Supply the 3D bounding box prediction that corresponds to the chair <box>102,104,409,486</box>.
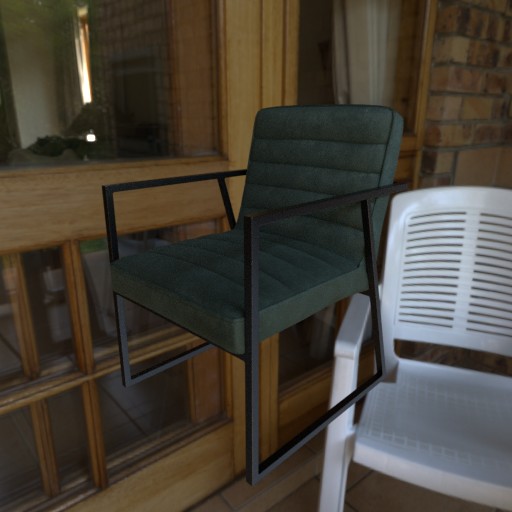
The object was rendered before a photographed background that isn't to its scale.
[{"bbox_3d":[0.000,0.000,1.275,0.571,0.833,0.677,16,24,42],"label":"chair"}]
